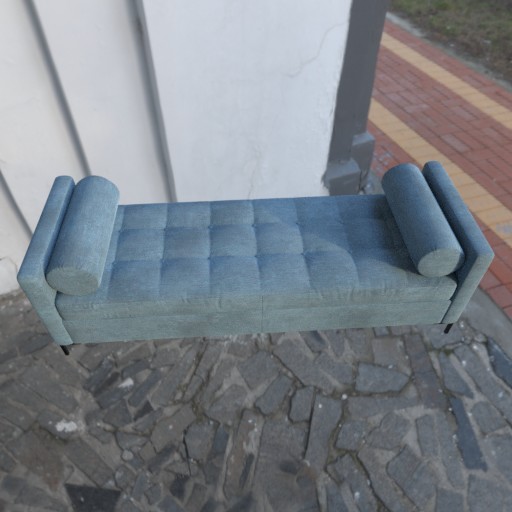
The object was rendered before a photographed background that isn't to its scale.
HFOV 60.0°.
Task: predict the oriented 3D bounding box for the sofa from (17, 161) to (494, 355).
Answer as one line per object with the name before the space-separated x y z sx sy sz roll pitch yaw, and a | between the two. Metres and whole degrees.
sofa | 0.000 0.000 2.265 1.981 0.635 0.686 -3 47 -3
